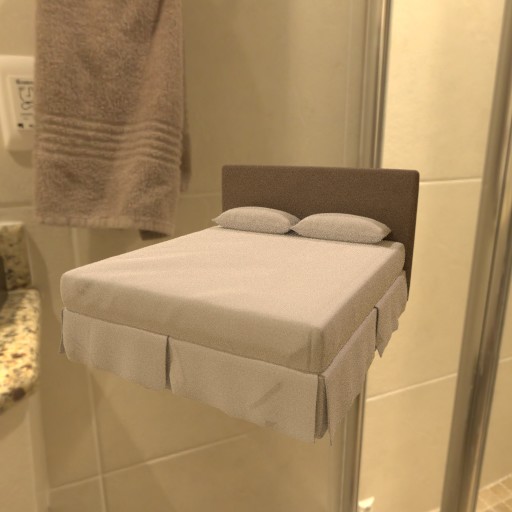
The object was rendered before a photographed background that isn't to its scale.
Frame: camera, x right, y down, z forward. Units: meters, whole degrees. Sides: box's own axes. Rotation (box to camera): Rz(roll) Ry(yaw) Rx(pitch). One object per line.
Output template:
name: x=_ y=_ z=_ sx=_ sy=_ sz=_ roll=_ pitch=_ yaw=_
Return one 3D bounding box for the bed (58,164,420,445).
bed: x=0.000 y=0.000 z=3.584 sx=2.119 sy=1.317 sz=2.341 roll=8 pitch=17 yaw=27
